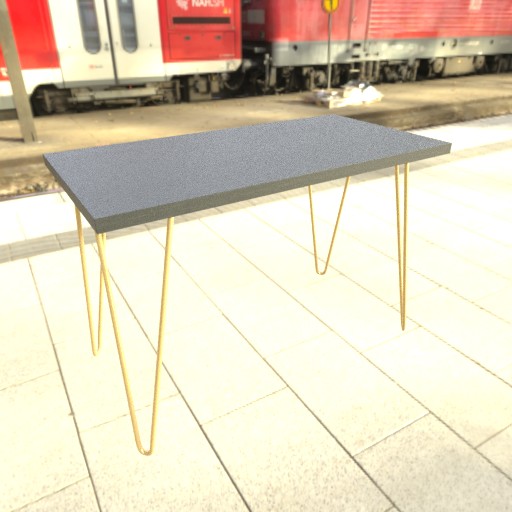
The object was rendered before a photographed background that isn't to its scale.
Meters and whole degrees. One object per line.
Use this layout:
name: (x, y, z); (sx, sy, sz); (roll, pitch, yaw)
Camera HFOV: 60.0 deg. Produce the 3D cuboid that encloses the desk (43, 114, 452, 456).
desk: (0.000, 0.000, 1.352); (0.991, 0.660, 0.499); (-17, 33, -28)
